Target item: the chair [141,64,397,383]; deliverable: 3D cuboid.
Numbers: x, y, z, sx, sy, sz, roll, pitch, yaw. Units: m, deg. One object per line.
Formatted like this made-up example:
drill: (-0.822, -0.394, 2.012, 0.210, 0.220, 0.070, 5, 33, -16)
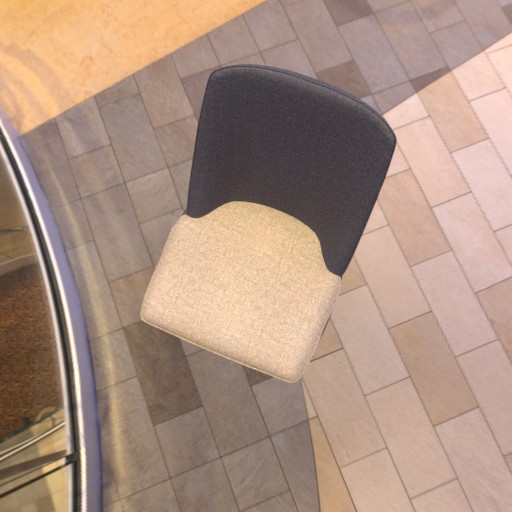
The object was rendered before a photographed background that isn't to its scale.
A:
chair: (0.000, 0.000, 1.186, 0.480, 0.839, 0.551, 22, 77, 5)
